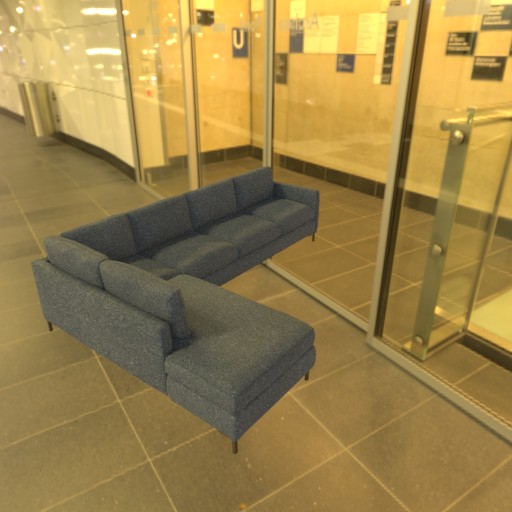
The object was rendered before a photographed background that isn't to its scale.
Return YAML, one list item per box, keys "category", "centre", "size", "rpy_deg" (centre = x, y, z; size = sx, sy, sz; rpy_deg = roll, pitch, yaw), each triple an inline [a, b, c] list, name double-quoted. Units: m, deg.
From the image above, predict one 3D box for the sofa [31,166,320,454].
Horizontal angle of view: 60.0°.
- category: "sofa"
  centre: [0.000, 0.000, 3.841]
  size: [2.007, 0.815, 2.949]
  rpy_deg: [18, 31, 33]
